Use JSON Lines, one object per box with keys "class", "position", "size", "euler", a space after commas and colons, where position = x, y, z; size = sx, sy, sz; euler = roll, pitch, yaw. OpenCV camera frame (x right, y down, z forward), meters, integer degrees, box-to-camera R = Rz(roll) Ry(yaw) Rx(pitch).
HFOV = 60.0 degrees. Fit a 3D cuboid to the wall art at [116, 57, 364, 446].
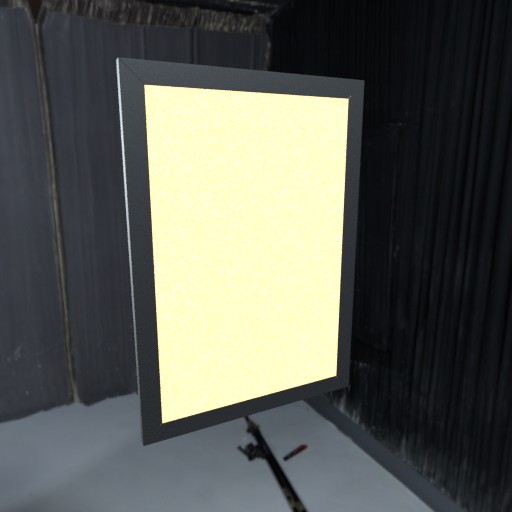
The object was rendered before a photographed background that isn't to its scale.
{"class": "wall art", "position": [0.000, 0.000, 0.588], "size": [0.326, 0.459, 0.011], "euler": [-7, 15, -26]}
